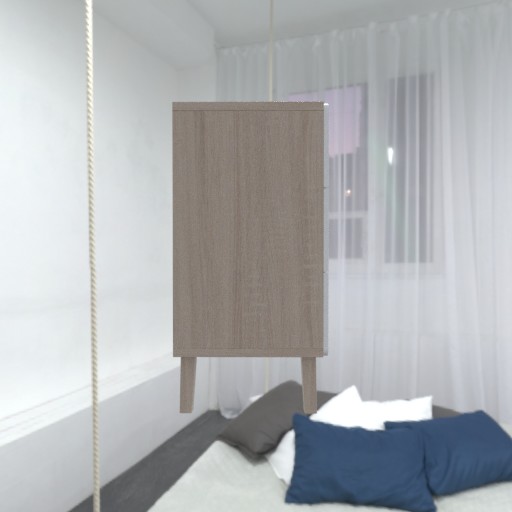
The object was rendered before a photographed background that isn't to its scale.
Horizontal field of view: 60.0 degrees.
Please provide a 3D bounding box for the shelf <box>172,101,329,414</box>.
[{"bbox_3d":[0.000,0.000,1.838,0.400,0.780,1.490,0,1,0],"label":"shelf"}]
